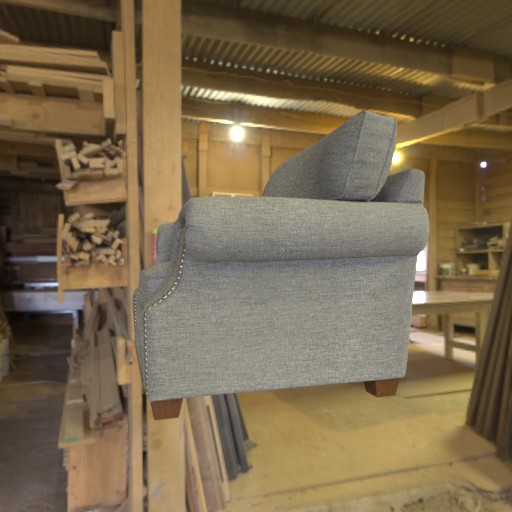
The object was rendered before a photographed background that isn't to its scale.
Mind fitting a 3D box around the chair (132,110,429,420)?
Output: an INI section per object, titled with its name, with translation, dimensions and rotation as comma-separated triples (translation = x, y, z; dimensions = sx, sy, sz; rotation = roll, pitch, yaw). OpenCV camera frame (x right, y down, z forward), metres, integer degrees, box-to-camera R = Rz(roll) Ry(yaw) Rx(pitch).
[chair]
translation = 0.000, 0.000, 1.837
dimensions = 0.965, 0.961, 1.092
rotation = 0, 0, -17
